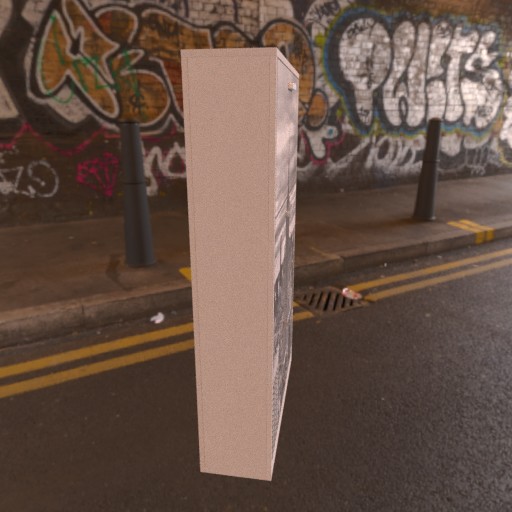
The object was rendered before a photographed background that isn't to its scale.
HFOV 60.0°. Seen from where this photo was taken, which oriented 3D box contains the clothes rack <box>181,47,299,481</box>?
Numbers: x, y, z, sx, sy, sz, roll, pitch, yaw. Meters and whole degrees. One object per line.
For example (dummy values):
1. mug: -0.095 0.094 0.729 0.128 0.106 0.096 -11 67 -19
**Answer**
1. clothes rack: 0.000 0.000 1.608 0.250 1.280 0.750 3 18 9
